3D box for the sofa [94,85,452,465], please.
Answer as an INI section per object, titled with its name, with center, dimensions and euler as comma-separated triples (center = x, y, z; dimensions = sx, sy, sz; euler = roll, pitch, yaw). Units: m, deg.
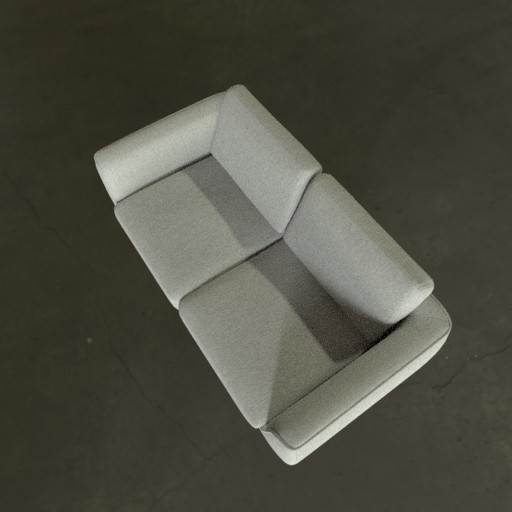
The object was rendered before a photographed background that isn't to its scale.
[sofa]
center = 0.000, 0.000, 2.165
dimensions = 0.920, 0.850, 1.700
euler = -31, 66, -16
